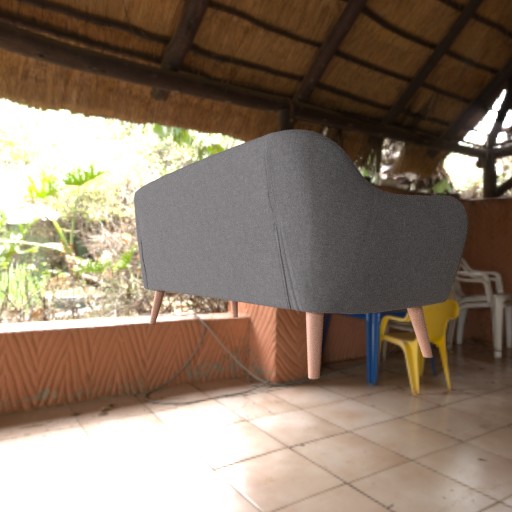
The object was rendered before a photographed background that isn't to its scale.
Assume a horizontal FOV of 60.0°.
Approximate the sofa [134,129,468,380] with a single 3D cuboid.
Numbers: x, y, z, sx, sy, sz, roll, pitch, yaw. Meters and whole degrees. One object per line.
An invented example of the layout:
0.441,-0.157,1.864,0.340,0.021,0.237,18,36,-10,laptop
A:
0.000,0.000,2.235,0.820,0.820,1.840,0,-1,-33,sofa
